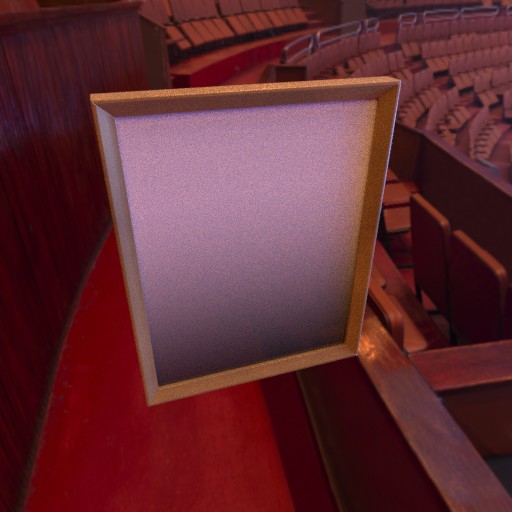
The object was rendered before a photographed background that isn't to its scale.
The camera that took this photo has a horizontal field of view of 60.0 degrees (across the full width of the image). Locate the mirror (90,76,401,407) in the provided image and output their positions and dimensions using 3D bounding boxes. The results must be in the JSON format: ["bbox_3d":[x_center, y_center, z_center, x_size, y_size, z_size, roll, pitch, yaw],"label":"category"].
[{"bbox_3d":[0.000,0.000,0.700,0.406,0.509,0.041,-10,32,-15],"label":"mirror"}]
